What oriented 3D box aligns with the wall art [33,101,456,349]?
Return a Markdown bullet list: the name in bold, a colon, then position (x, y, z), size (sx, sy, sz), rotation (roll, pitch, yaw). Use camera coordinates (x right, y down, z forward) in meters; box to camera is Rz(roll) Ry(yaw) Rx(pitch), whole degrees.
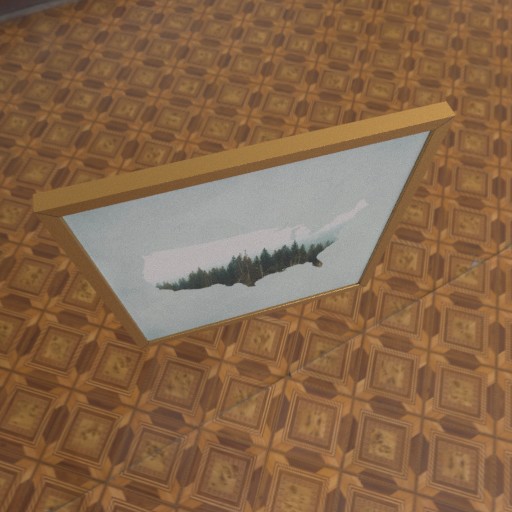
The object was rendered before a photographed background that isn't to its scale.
- **wall art**: position (0.000, 0.000, 1.113), size (0.762, 0.762, 0.038), rotation (-15, 63, -8)
